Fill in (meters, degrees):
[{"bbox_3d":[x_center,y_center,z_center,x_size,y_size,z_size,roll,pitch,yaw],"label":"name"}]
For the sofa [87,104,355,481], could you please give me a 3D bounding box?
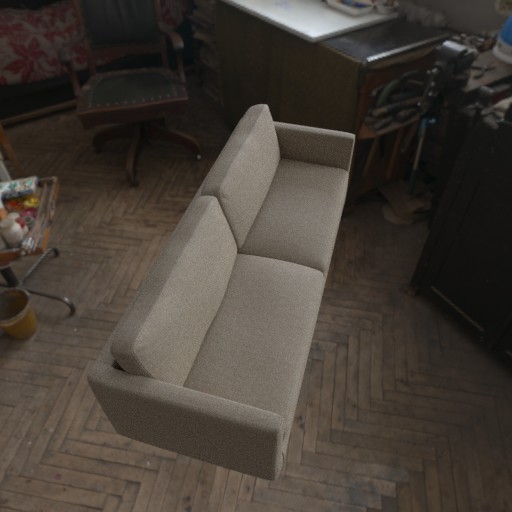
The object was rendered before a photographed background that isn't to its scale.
[{"bbox_3d":[0.000,0.000,2.909,0.951,0.965,2.434,12,48,11],"label":"sofa"}]
